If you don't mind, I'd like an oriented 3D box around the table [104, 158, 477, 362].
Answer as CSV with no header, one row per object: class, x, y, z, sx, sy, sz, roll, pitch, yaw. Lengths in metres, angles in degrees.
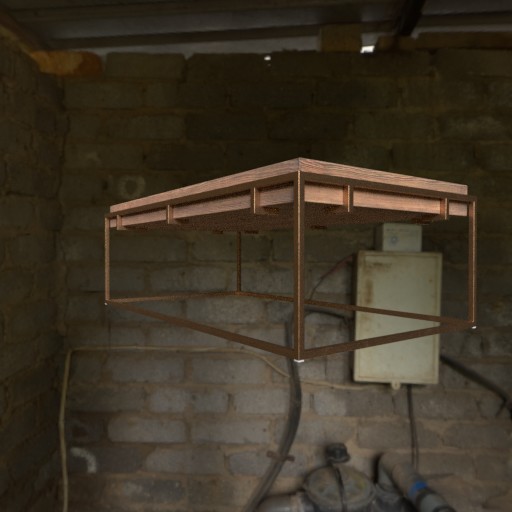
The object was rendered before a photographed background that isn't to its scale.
table,0.000,0.000,1.781,0.775,0.468,1.387,0,1,-36
